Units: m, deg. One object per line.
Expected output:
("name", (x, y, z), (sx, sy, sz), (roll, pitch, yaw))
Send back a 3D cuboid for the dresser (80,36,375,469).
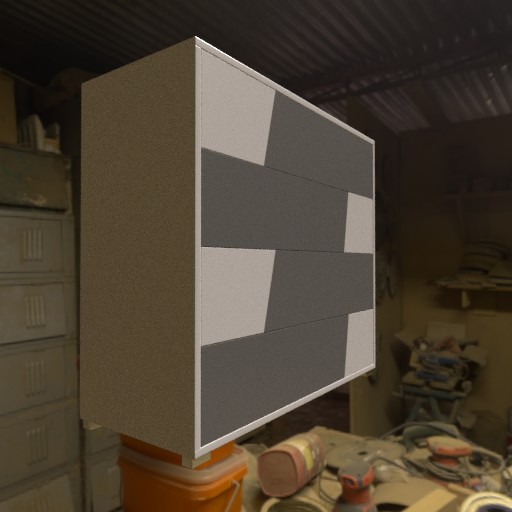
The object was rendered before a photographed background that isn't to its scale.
("dresser", (0.000, 0.000, 1.595), (0.460, 1.000, 1.100), (-1, -1, 36))
